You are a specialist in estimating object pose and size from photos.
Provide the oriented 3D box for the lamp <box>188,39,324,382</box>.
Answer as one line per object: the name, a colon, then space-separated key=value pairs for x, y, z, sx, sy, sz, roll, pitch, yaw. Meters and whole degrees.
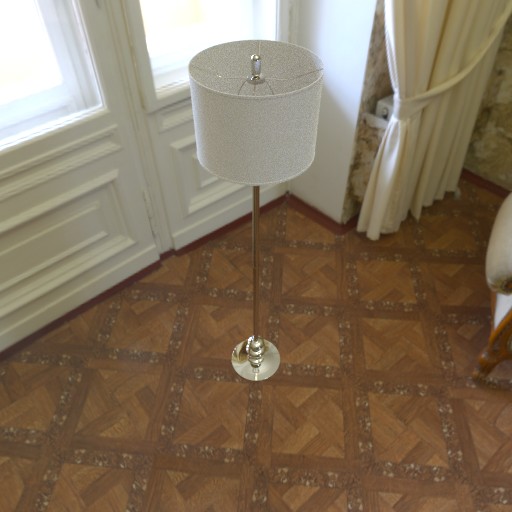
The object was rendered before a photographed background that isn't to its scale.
lamp: x=0.000 y=0.000 z=1.675 sx=0.356 sy=1.487 sz=0.356 roll=3 pitch=46 yaw=3
